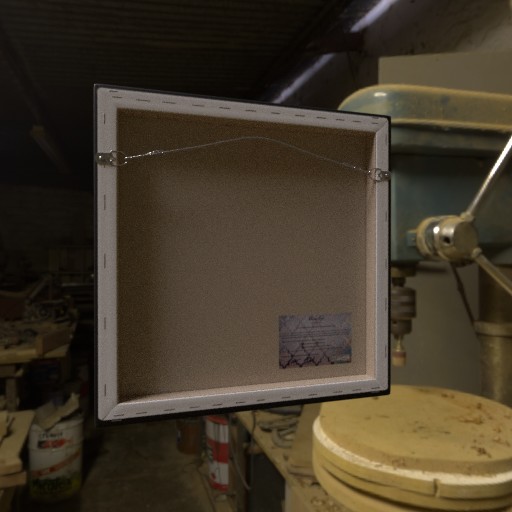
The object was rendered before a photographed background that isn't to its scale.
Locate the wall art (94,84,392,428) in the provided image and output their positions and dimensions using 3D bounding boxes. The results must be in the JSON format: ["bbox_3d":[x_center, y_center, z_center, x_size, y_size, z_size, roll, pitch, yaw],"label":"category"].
[{"bbox_3d":[0.000,0.000,0.890,0.610,0.611,0.043,0,0,-18],"label":"wall art"}]
